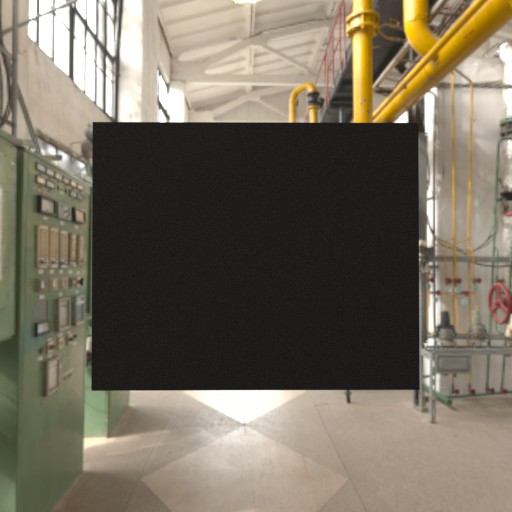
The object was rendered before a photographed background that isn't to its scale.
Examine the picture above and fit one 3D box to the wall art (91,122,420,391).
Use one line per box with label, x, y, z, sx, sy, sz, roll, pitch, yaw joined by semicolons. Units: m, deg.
wall art;0.000;0.000;0.771;0.558;0.457;0.031;0;-1;0
